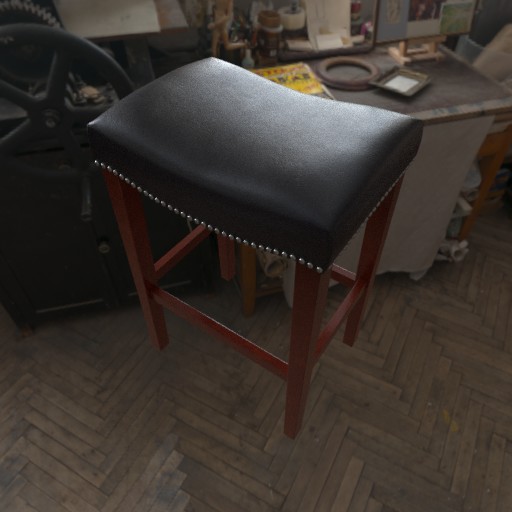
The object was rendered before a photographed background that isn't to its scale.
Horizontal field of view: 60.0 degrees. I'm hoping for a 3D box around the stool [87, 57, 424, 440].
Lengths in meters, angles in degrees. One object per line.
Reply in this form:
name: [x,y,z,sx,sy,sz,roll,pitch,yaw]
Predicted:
stool: [0.000,0.000,1.037,0.504,0.742,0.372,26,52,23]
